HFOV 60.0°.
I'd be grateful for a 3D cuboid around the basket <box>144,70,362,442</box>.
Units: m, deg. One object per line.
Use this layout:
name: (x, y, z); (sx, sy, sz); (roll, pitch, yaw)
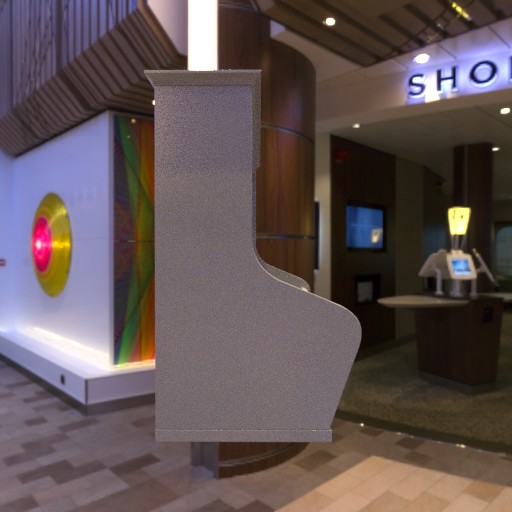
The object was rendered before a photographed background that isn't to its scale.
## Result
basket: (0.000, 0.000, 1.097); (0.350, 0.600, 0.780); (0, 1, 0)
